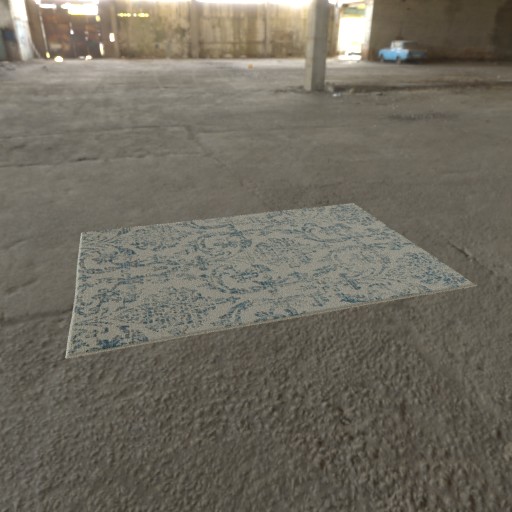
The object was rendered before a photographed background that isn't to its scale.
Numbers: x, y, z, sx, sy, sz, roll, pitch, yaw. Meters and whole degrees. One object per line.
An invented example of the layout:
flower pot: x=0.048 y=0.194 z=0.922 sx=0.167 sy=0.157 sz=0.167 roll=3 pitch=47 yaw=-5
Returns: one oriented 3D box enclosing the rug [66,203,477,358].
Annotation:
rug: x=0.000 y=0.000 z=2.388 sx=1.831 sy=0.012 sz=1.213 roll=-8 pitch=27 yaw=-15
